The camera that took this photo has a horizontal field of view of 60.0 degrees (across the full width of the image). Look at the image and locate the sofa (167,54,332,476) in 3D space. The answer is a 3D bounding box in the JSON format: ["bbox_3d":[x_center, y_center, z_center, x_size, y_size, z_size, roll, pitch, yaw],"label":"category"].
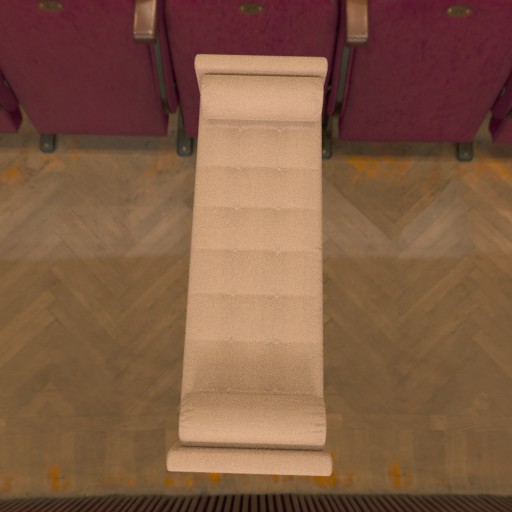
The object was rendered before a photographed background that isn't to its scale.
[{"bbox_3d":[0.000,0.000,2.331,0.686,0.635,1.981,2,76,0],"label":"sofa"}]
